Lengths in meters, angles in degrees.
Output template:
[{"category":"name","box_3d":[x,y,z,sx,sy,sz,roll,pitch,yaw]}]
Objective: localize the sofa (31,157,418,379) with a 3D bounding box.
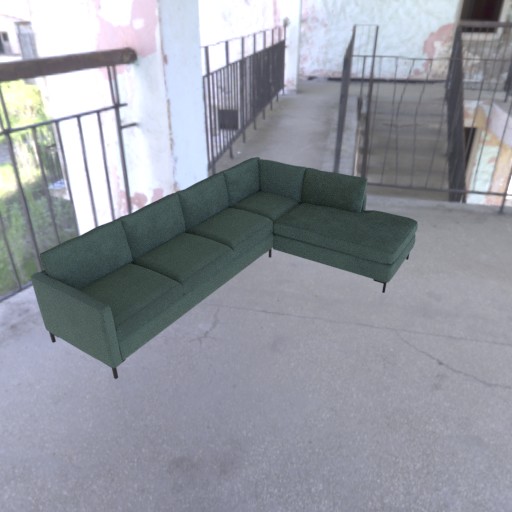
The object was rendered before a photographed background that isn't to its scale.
[{"category":"sofa","box_3d":[0.000,0.000,3.253,1.707,0.687,2.486,18,34,28]}]
